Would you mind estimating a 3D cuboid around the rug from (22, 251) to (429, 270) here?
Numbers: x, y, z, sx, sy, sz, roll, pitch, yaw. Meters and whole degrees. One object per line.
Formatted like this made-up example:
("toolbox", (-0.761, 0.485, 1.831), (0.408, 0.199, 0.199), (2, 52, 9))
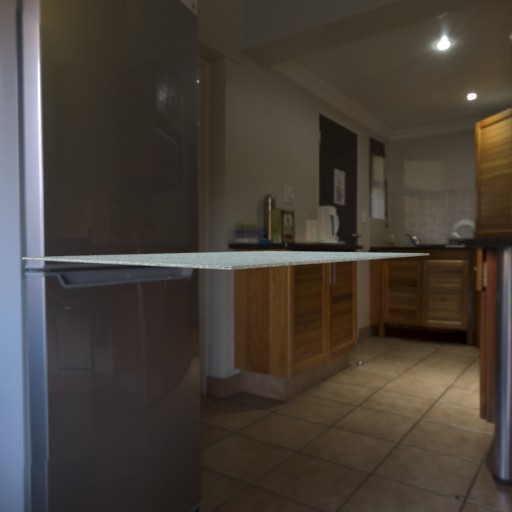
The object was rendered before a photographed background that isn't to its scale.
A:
("rug", (0.000, 0.000, 2.904), (1.547, 0.013, 2.283), (1, 2, 38))
